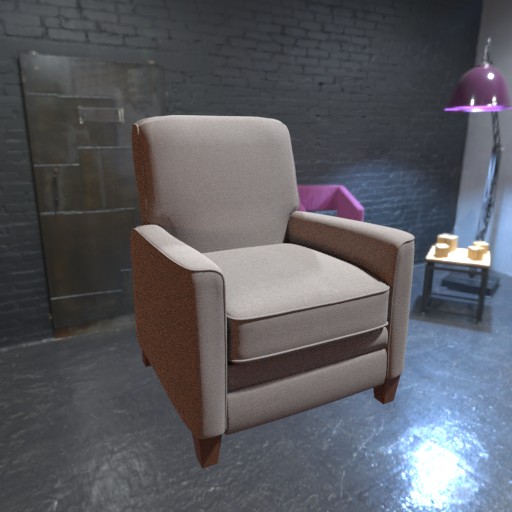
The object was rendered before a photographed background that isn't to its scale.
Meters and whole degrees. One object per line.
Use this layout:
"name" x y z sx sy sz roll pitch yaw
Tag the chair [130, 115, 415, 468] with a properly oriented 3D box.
"chair" 0.000 0.000 1.658 0.845 1.023 0.859 -8 17 -27
